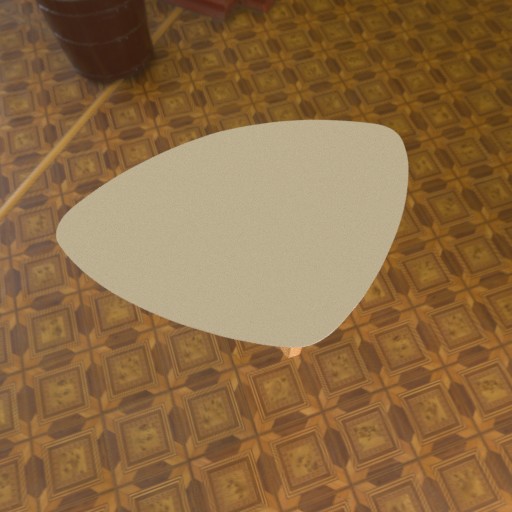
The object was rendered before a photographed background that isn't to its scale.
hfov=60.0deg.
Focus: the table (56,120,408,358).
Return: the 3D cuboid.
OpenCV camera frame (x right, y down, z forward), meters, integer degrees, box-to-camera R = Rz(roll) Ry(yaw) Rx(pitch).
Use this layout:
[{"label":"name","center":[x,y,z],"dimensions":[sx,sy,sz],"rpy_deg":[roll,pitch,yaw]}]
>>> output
[{"label":"table","center":[0.000,0.000,1.654],"dimensions":[1.250,0.440,0.850],"rpy_deg":[-18,65,-9]}]
